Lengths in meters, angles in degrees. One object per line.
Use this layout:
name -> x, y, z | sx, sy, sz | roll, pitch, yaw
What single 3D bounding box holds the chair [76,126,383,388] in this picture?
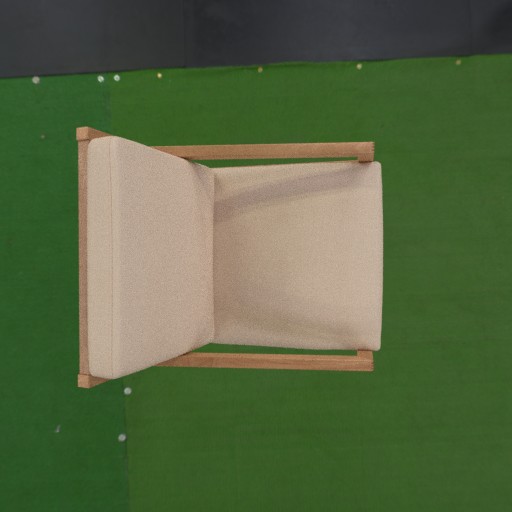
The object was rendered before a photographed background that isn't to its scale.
chair -> 0.000, 0.000, 1.380 | 0.857, 0.790, 0.622 | 0, 91, 0
